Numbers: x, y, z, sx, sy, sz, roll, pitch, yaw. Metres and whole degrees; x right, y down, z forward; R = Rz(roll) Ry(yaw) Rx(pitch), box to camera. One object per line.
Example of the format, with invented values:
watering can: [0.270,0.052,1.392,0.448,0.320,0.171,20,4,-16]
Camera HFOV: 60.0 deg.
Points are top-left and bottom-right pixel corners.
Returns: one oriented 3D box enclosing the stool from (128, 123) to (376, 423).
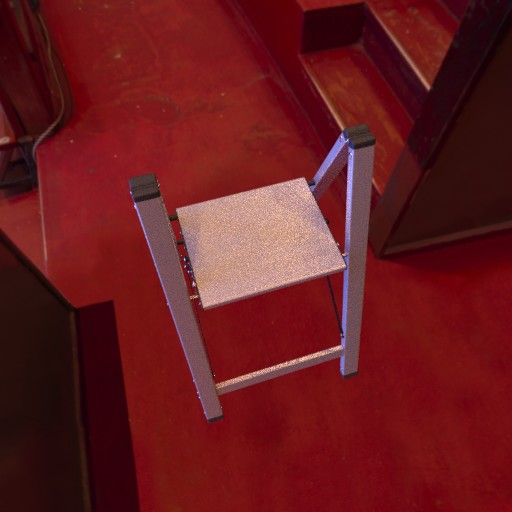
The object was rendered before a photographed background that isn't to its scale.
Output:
stool: [0.000,0.000,1.050,0.440,0.670,0.535,-15,61,-9]
